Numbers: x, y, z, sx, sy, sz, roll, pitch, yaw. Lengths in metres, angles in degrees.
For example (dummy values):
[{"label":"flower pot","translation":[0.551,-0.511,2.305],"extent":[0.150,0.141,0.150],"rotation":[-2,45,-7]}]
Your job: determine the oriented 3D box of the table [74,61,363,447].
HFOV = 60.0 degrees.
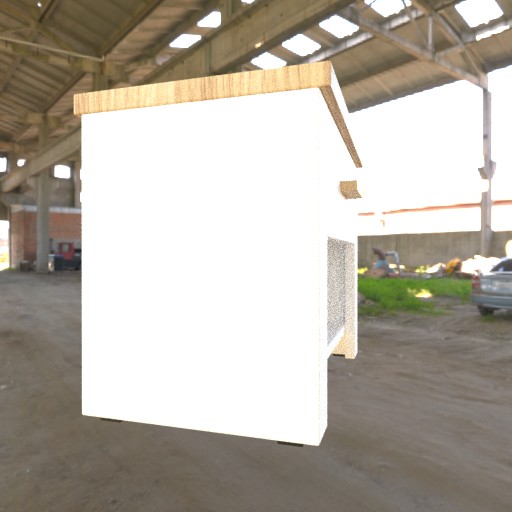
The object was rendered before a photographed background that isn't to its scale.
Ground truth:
[{"label":"table","translation":[0.000,0.000,0.784],"extent":[0.360,0.440,0.500],"rotation":[0,0,18]}]
